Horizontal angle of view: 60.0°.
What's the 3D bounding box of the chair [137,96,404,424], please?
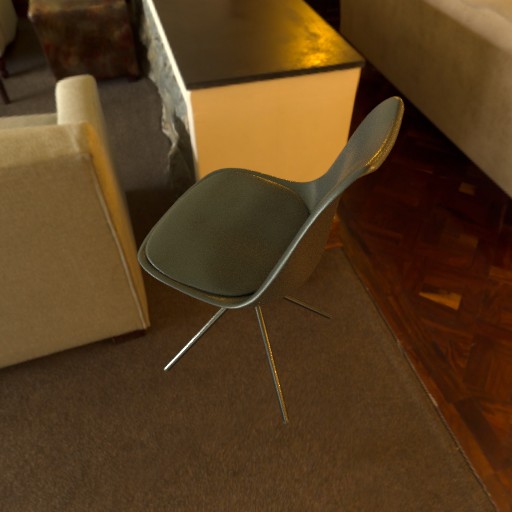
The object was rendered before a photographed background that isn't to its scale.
[{"bbox_3d":[0.000,0.000,1.133,0.525,0.850,0.461,18,50,16],"label":"chair"}]
